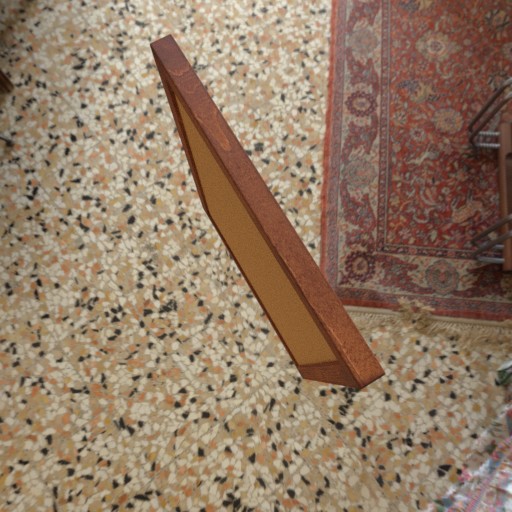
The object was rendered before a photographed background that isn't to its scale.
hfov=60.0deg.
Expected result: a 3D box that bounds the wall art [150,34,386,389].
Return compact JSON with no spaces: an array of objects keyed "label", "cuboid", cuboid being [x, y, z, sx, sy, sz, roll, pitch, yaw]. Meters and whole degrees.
[{"label":"wall art","cuboid":[0.000,0.000,0.755,0.030,0.558,0.462,-29,77,-7]}]
